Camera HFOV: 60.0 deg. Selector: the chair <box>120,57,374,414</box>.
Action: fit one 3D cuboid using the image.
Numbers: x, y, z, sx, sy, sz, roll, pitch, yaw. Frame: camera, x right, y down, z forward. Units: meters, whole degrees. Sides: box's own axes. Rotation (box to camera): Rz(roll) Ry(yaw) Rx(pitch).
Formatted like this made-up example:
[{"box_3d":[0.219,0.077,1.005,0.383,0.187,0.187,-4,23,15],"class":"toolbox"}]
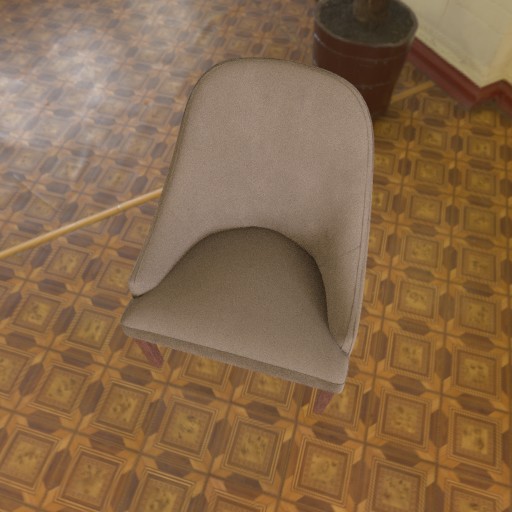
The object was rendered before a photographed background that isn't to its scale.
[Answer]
[{"box_3d":[0.000,0.000,1.272,0.643,0.889,0.575,13,59,8],"class":"chair"}]
